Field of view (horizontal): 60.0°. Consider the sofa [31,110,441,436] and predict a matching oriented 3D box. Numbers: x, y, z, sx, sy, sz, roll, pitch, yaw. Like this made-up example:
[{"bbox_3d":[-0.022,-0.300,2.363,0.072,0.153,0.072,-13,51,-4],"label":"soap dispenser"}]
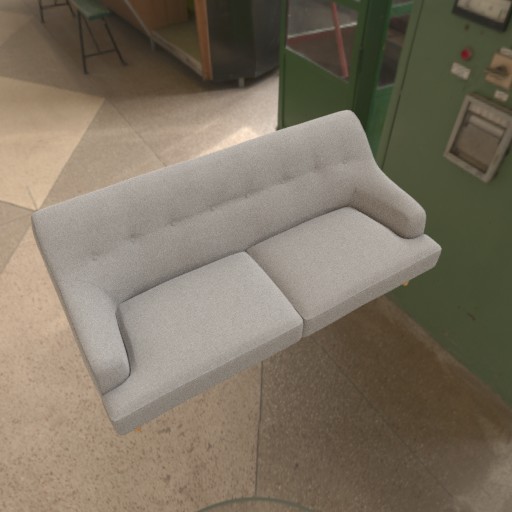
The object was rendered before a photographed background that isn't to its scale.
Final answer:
[{"bbox_3d":[0.000,0.000,2.502,2.057,0.871,0.978,-24,50,-21],"label":"sofa"}]
